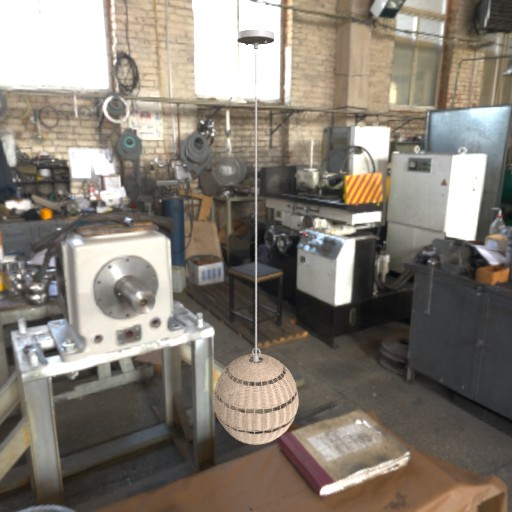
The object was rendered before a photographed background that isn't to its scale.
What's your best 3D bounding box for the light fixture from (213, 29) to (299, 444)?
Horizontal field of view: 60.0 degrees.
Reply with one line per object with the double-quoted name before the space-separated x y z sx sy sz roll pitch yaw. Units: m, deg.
"light fixture" 0.000 0.000 2.196 0.457 2.019 0.457 7 15 25
